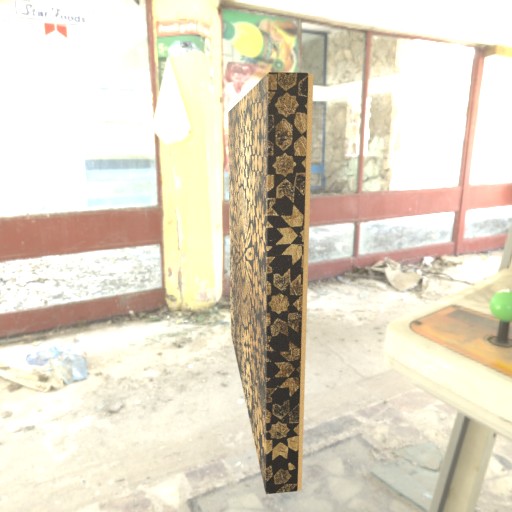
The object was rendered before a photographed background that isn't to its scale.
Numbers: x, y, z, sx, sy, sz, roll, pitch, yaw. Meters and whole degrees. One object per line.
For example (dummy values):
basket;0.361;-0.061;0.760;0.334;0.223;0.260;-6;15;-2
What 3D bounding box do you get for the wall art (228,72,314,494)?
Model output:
wall art;0.000;0.000;0.603;0.038;0.405;0.405;-2;14;-8
